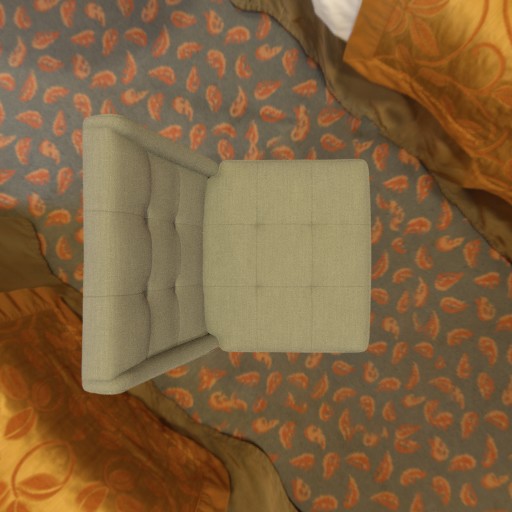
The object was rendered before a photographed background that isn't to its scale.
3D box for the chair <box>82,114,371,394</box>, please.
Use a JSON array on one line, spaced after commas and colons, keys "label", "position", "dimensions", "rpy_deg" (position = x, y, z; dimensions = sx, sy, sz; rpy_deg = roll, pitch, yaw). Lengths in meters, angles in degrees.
[{"label": "chair", "position": [0.000, 0.000, 1.281], "dimensions": [0.676, 0.853, 0.569], "rpy_deg": [0, 90, 2]}]
